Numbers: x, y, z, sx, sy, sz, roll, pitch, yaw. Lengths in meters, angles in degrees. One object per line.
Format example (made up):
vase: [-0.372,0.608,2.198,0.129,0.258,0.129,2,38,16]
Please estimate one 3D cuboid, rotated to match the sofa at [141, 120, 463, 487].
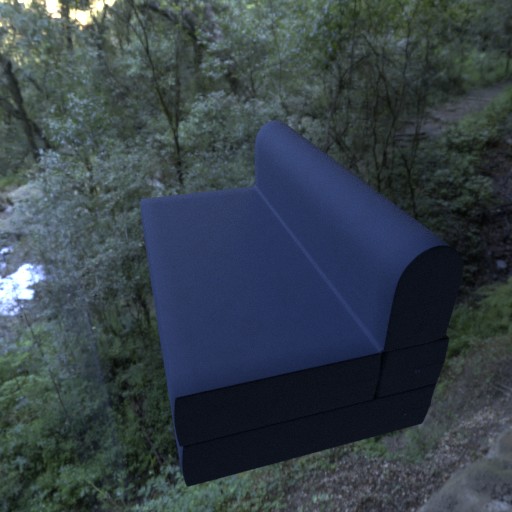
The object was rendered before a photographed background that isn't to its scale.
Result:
sofa: [0.000,0.000,1.621,0.762,0.660,1.219,-9,32,-14]
